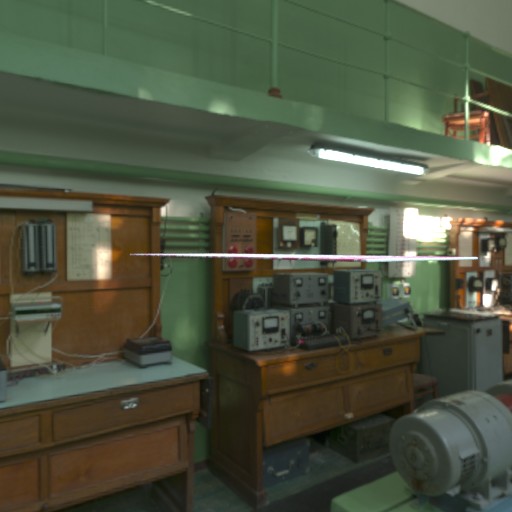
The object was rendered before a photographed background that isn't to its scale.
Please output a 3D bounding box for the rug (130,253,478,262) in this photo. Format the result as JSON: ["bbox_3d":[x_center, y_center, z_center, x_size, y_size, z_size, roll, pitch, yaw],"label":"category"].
[{"bbox_3d":[0.000,0.000,2.784,0.787,0.011,2.458,-1,1,-35],"label":"rug"}]
